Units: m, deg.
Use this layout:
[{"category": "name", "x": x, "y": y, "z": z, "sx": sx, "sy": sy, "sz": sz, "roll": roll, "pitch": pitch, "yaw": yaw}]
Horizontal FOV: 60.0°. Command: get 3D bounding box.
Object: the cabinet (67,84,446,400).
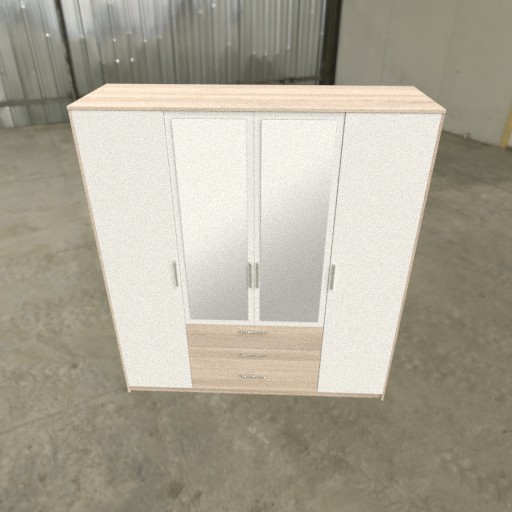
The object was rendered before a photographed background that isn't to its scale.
[{"category": "cabinet", "x": 0.000, "y": 0.000, "z": 2.967, "sx": 1.870, "sy": 2.060, "sz": 0.620, "roll": 1, "pitch": 31, "yaw": 2}]
